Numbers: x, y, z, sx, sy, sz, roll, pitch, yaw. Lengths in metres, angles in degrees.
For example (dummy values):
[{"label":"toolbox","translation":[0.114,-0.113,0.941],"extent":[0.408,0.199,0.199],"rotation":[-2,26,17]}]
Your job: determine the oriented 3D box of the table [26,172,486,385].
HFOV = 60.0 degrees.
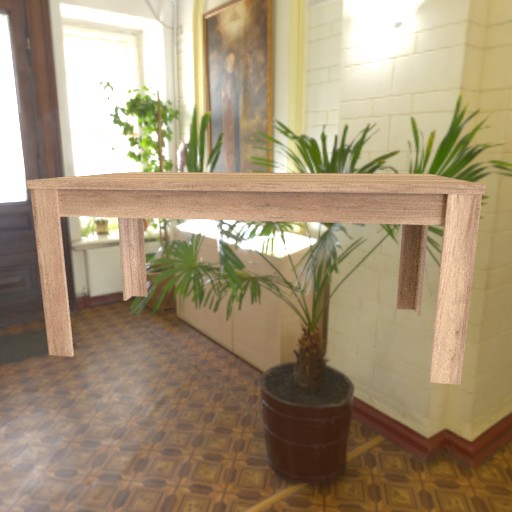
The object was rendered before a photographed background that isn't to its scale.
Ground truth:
[{"label":"table","translation":[0.000,0.000,2.238],"extent":[1.800,0.790,0.900],"rotation":[2,13,8]}]
